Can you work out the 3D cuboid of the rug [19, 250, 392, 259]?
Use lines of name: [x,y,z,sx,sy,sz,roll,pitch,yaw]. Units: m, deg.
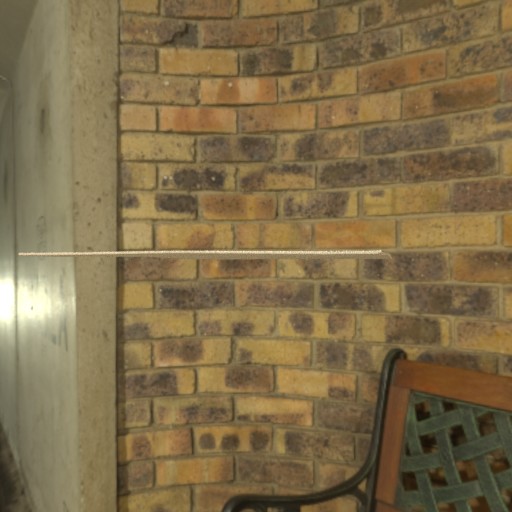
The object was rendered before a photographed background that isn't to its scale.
rug: [0.000,0.000,4.778,2.757,0.051,3.626,0,-1,18]
